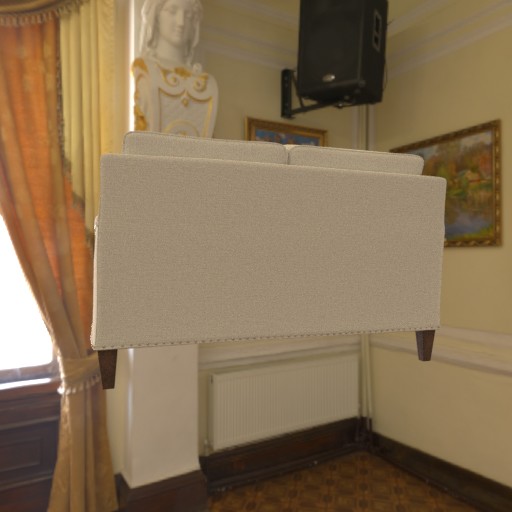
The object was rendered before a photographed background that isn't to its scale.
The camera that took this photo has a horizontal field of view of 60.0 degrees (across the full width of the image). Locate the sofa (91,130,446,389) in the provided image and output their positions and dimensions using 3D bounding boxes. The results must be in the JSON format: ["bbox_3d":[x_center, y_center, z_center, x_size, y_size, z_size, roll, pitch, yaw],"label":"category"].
[{"bbox_3d":[0.000,0.000,2.291,1.597,1.003,1.084,0,0,-18],"label":"sofa"}]
